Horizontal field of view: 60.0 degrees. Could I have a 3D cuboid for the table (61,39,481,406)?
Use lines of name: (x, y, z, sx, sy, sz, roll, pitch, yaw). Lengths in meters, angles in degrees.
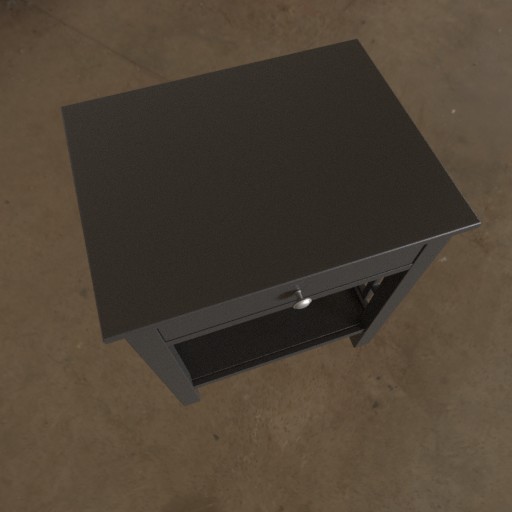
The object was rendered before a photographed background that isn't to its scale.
table: (0.000, 0.000, 0.994, 0.564, 0.646, 0.451, -17, 64, -9)
